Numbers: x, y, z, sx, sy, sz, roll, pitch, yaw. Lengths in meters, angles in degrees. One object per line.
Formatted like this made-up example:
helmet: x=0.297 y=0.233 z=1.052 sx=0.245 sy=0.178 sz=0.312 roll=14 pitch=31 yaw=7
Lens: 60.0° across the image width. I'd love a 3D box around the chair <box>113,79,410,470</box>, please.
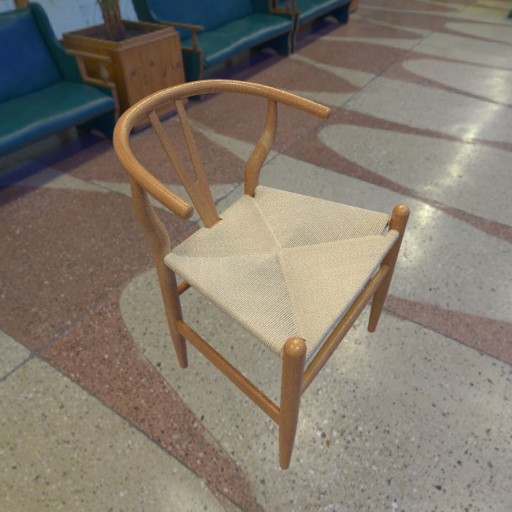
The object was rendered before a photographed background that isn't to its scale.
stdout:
chair: x=0.000 y=0.000 z=1.142 sx=0.579 sy=0.730 sz=0.569 roll=24 pitch=46 yaw=26
